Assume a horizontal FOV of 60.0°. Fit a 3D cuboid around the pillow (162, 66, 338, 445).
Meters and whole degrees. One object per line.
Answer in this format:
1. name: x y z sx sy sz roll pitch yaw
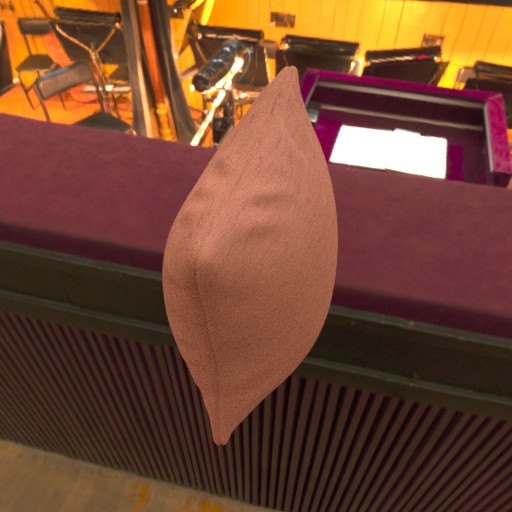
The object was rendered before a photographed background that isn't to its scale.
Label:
1. pillow: 0.000 0.000 0.675 0.246 0.415 0.432 10 47 10
